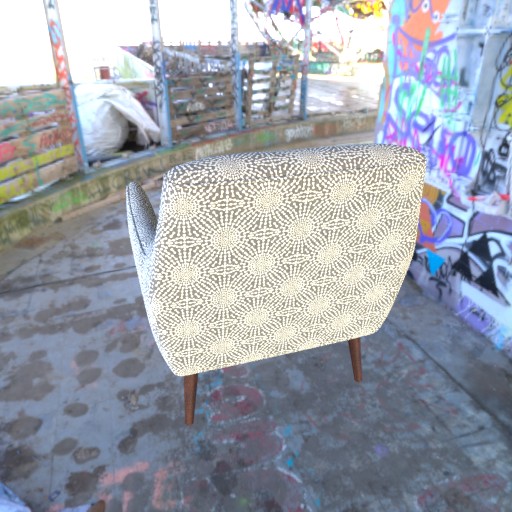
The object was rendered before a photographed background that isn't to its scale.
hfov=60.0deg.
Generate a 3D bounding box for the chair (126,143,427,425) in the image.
[{"bbox_3d":[0.000,0.000,1.458,0.762,0.838,0.787,-9,28,-17],"label":"chair"}]
